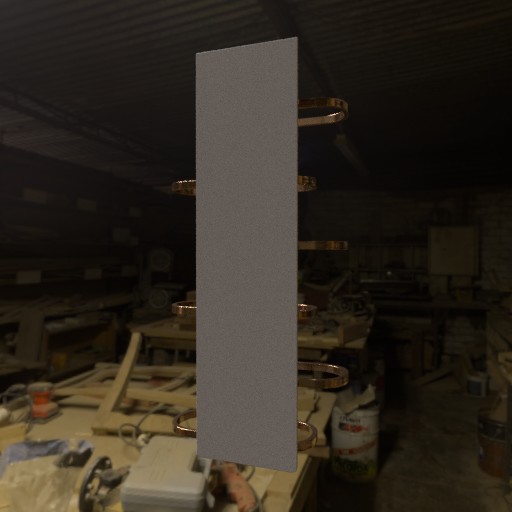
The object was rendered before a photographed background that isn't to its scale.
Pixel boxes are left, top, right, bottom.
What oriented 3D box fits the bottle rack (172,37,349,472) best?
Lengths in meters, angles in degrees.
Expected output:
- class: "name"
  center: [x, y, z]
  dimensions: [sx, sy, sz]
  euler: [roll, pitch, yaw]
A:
- class: "bottle rack"
  center: [0.000, 0.000, 0.805]
  dimensions: [0.332, 0.709, 0.118]
  euler: [0, 1, 19]
